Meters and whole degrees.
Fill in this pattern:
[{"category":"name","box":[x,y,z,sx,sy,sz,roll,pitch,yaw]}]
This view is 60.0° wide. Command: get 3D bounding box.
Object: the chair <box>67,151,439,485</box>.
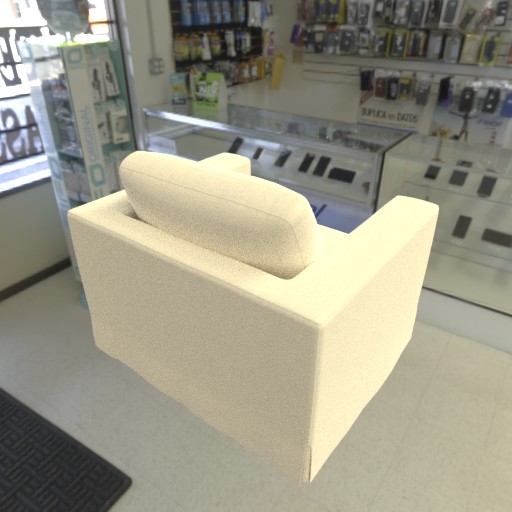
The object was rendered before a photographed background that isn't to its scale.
[{"category":"chair","box":[0.000,0.000,1.807,1.150,0.878,0.957,21,37,32]}]
